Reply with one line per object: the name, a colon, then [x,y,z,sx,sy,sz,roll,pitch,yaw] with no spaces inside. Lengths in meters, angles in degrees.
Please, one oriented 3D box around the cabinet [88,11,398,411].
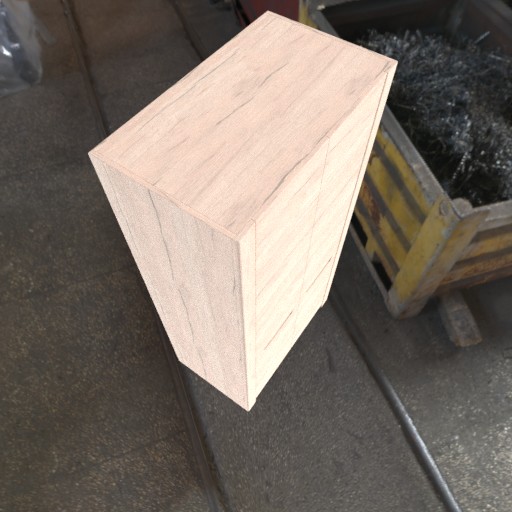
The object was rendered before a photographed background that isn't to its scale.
cabinet: [0.000,0.000,2.309,0.580,1.930,0.980,31,63,18]
